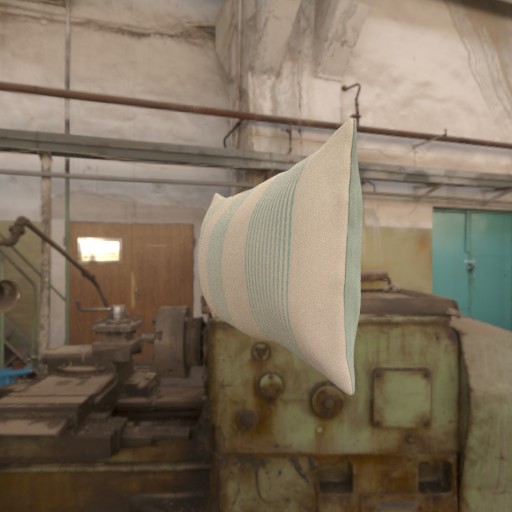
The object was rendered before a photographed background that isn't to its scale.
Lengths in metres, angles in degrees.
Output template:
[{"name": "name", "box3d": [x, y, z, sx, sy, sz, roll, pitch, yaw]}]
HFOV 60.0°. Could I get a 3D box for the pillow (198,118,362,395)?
[{"name": "pillow", "box3d": [0.000, 0.000, 0.730, 0.151, 0.287, 0.610, 0, 0, -18]}]
